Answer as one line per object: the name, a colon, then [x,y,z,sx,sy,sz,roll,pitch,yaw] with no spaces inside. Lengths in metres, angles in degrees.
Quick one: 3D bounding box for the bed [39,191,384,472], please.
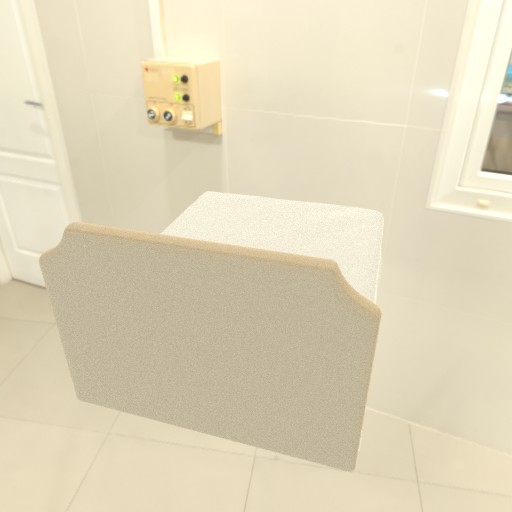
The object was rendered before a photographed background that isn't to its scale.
bed: [0.000,0.000,3.759,2.134,1.524,2.548,9,31,14]
